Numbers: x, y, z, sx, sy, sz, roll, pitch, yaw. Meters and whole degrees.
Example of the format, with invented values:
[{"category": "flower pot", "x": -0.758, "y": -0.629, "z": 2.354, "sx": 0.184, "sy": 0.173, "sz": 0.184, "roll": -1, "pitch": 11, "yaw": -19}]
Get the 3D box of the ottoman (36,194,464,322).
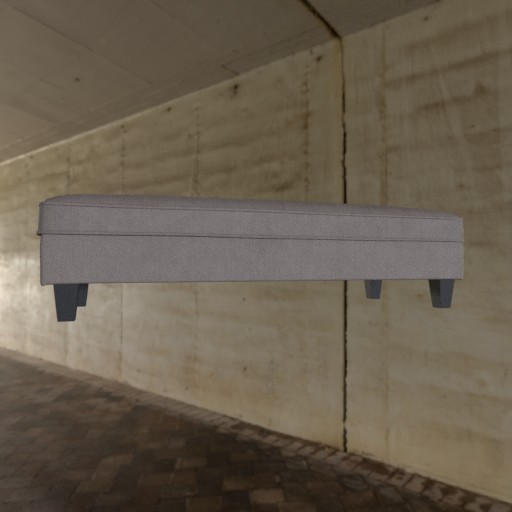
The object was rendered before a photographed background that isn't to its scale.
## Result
[{"category": "ottoman", "x": 0.000, "y": 0.000, "z": 2.059, "sx": 1.764, "sy": 0.470, "sz": 0.751, "roll": 0, "pitch": -1, "yaw": -17}]
